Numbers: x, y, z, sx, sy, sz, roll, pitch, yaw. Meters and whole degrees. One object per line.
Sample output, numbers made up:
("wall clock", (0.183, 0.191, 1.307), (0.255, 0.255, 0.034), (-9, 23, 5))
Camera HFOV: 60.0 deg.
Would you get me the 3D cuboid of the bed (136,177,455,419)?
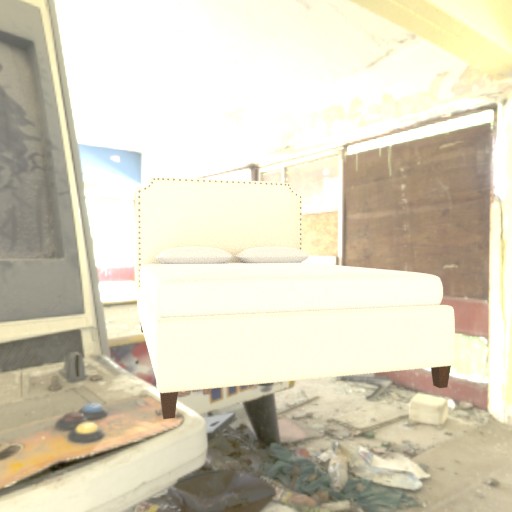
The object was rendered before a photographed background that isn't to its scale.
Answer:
("bed", (0.000, 0.000, 3.426), (1.712, 1.497, 2.372), (0, 1, -17))
